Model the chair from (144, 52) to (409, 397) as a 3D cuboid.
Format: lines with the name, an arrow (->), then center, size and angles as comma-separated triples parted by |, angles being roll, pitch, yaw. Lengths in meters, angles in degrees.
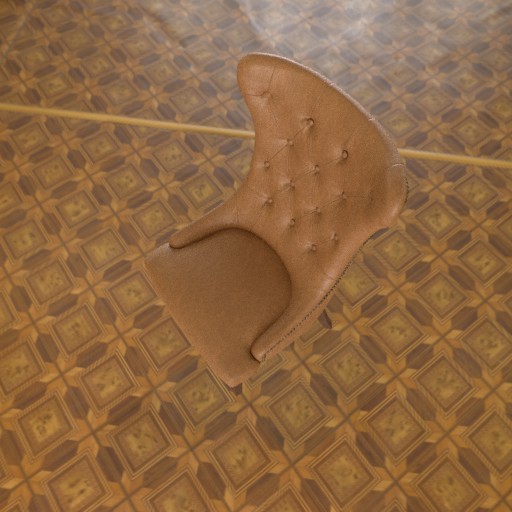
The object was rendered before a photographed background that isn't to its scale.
chair -> 0.000, 0.000, 1.505 | 0.669, 1.065, 0.611 | -34, 68, -16
